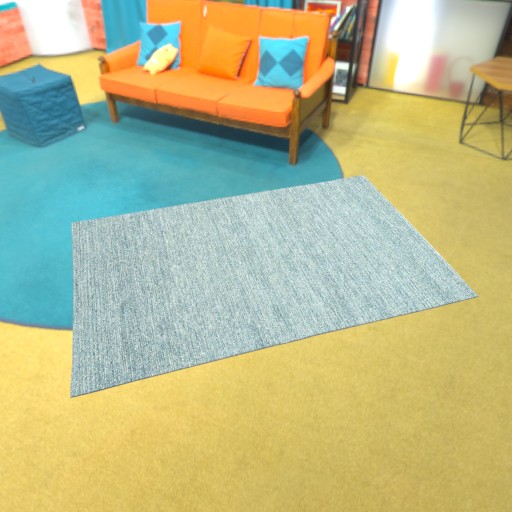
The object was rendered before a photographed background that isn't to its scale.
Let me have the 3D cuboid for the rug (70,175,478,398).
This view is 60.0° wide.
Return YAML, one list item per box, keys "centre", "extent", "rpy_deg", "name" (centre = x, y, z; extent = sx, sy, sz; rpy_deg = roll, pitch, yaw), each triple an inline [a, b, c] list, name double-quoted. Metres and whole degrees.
- centre: [0.000, 0.000, 2.312]
  extent: [1.853, 0.022, 1.174]
  rpy_deg: [-11, 42, -13]
  name: "rug"
